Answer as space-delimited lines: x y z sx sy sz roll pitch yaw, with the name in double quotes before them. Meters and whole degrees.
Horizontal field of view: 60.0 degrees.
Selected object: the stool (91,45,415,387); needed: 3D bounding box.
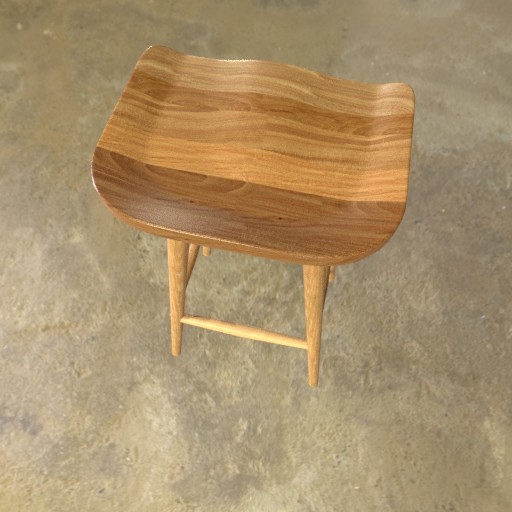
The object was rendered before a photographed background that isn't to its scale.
"stool" 0.000 0.000 0.902 0.407 0.698 0.322 11 64 6
